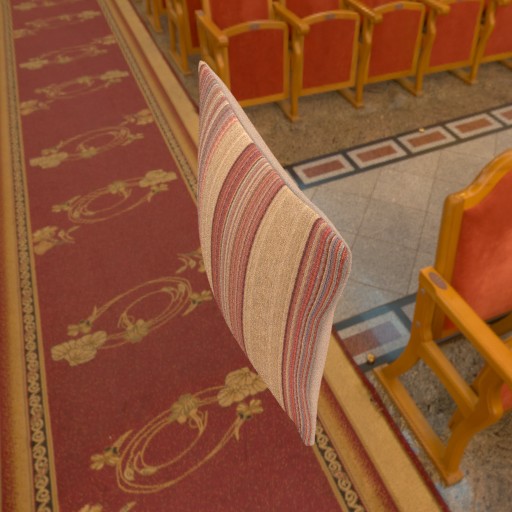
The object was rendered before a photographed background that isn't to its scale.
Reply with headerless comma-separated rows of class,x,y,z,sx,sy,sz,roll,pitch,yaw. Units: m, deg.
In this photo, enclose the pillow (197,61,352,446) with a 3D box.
pillow,0.000,0.000,0.658,0.136,0.419,0.437,-16,48,-15
